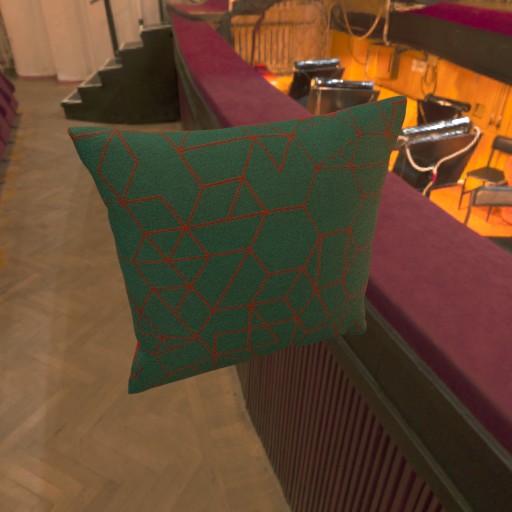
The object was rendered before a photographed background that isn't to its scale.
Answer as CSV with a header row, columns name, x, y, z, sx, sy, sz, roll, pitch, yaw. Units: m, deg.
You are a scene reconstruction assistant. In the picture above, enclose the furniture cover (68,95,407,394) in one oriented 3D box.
name,x,y,z,sx,sy,sz,roll,pitch,yaw
furniture cover,0.000,0.000,0.778,0.517,0.508,0.158,-11,35,-17
